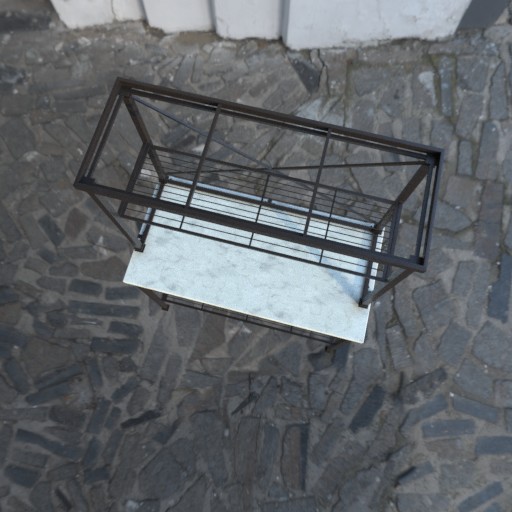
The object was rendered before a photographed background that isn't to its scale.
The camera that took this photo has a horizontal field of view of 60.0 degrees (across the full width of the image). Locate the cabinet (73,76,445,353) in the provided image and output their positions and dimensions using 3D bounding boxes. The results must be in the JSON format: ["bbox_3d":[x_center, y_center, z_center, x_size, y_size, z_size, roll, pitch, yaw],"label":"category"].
[{"bbox_3d":[0.000,0.000,2.278,1.210,1.659,0.610,14,74,4],"label":"cabinet"}]
